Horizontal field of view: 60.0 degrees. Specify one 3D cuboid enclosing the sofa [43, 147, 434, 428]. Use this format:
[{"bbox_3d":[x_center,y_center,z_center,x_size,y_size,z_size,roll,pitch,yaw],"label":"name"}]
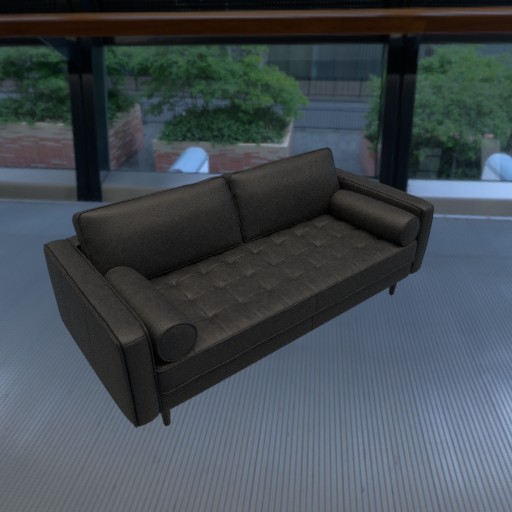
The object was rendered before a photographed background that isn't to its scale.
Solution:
[{"bbox_3d":[0.000,0.000,2.349,1.879,0.770,0.921,-22,37,-32],"label":"sofa"}]
